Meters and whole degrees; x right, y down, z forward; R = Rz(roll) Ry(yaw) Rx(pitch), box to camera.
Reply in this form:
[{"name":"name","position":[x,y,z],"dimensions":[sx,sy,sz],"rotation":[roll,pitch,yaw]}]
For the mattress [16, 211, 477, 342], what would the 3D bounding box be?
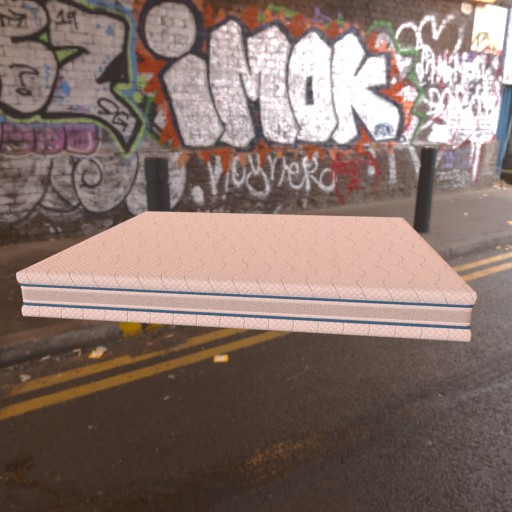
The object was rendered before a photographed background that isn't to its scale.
[{"name":"mattress","position":[0.000,0.000,2.681],"dimensions":[2.000,0.230,1.600],"rotation":[2,16,7]}]
